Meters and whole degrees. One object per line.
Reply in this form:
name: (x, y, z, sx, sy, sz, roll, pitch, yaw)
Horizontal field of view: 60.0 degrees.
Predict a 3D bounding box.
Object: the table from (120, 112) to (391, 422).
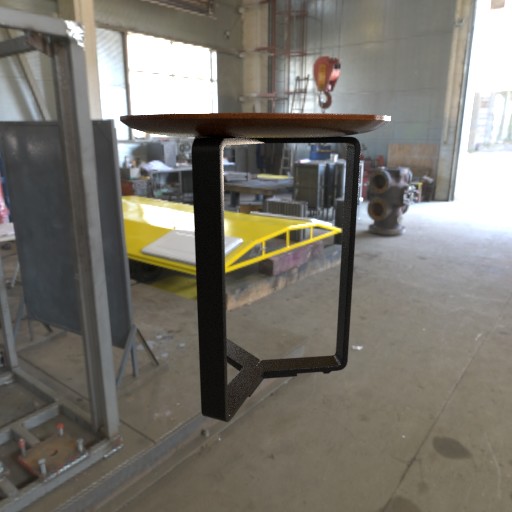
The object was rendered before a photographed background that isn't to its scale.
table: (0.000, 0.000, 0.754, 0.410, 0.450, 0.380, -2, 16, -7)
